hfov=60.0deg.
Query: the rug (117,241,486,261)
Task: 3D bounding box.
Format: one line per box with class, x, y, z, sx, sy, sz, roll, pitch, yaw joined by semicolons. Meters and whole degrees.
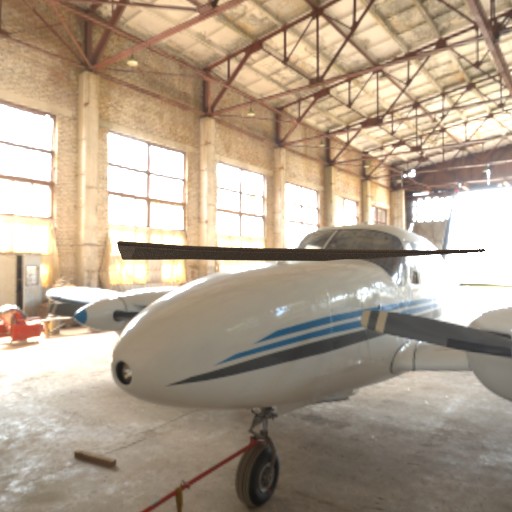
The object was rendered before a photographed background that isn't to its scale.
rug;0.000;0.000;4.102;2.399;0.054;3.011;1;-2;-16
